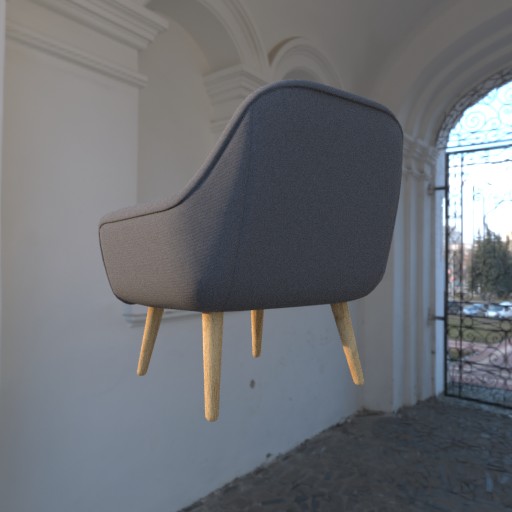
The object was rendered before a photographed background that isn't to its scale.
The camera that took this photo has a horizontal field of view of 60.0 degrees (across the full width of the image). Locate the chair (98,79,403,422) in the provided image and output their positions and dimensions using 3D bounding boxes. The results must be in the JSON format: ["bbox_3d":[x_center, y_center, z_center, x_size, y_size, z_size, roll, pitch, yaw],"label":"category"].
[{"bbox_3d":[0.000,0.000,1.374,0.770,0.800,0.779,0,-1,-36],"label":"chair"}]
